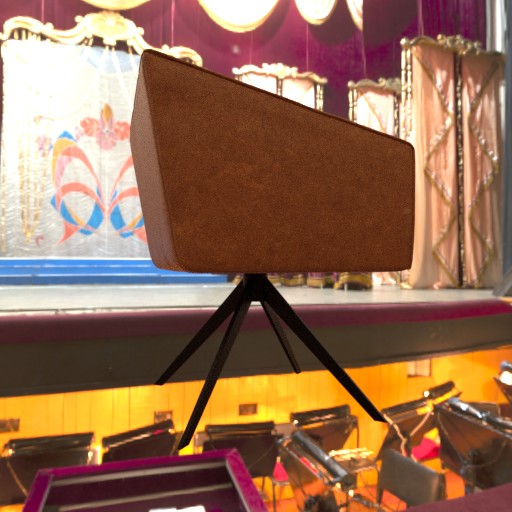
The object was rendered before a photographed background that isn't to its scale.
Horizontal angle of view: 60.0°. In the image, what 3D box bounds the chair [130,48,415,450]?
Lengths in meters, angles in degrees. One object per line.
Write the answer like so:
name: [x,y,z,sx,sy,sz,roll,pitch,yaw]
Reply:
chair: [0.000,0.000,1.171,0.625,0.760,0.588,0,-1,-18]
